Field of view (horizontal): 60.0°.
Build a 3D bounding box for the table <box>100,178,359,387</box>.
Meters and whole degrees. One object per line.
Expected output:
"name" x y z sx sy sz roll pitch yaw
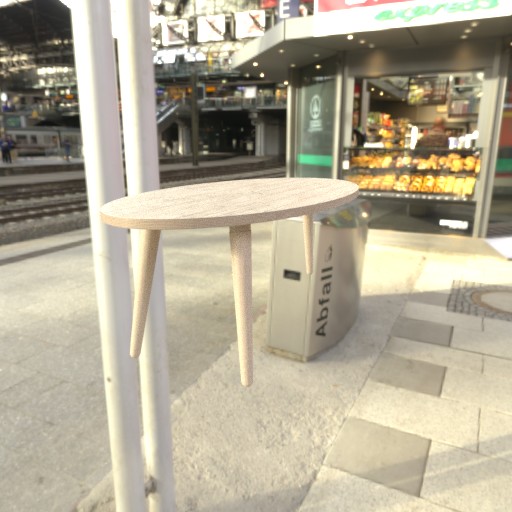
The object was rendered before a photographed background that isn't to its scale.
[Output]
"table" 0.000 0.000 1.327 0.542 0.390 1.083 7 16 25
